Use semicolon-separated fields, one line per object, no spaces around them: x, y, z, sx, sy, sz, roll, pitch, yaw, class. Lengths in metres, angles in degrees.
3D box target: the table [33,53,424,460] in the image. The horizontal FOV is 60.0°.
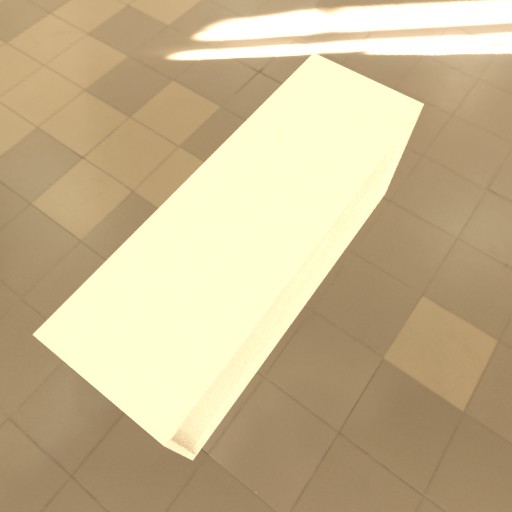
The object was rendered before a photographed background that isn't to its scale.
0.000;0.000;1.829;0.508;0.769;1.500;33;67;16;table
